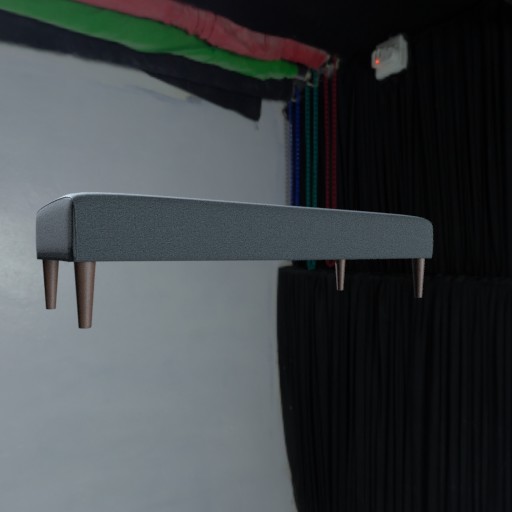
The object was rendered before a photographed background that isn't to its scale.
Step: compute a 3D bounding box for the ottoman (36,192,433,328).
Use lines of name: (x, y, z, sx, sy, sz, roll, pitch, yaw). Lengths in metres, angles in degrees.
ottoman: (0.000, 0.000, 1.874, 1.609, 0.393, 0.646, 0, 0, -35)
